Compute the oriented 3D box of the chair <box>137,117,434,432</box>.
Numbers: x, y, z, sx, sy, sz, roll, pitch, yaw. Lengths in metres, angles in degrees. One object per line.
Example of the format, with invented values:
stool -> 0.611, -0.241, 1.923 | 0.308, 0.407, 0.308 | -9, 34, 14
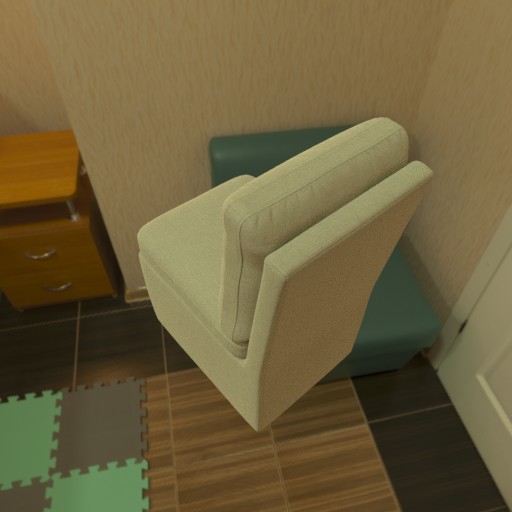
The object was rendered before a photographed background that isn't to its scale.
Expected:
chair -> 0.000, 0.000, 1.351 | 0.503, 0.927, 0.698 | -33, 55, -27
